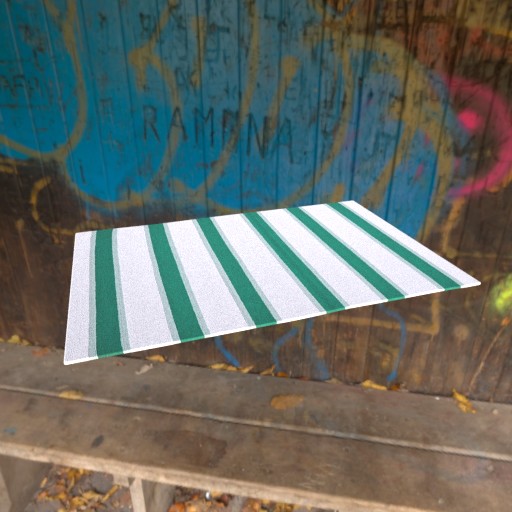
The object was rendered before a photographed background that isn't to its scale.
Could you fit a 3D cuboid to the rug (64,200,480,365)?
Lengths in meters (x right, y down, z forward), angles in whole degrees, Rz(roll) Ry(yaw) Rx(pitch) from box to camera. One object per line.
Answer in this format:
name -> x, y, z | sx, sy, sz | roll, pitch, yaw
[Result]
rug -> 0.000, 0.000, 2.339 | 1.829, 0.012, 1.210 | -8, 28, -16
